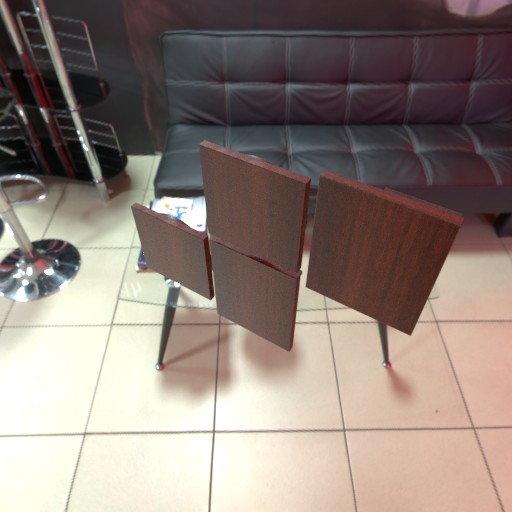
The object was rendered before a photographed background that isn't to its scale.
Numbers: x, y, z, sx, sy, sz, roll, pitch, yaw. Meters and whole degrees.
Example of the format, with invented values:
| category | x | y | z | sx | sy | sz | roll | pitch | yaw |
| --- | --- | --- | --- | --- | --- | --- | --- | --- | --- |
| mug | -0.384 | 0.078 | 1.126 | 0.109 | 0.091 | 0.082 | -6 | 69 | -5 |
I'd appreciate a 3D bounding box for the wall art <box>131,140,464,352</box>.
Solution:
| category | x | y | z | sx | sy | sz | roll | pitch | yaw |
| --- | --- | --- | --- | --- | --- | --- | --- | --- | --- |
| wall art | 0.000 | 0.000 | 0.868 | 0.635 | 0.497 | 0.030 | 25 | 51 | 21 |
